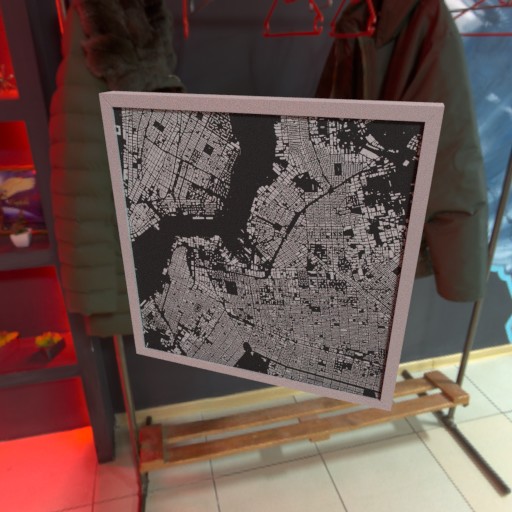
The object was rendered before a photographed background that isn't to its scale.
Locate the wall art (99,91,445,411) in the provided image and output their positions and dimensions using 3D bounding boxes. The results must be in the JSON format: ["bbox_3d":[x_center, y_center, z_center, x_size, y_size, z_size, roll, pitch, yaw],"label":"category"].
[{"bbox_3d":[0.000,0.000,0.748,0.506,0.506,0.038,8,27,16],"label":"wall art"}]
